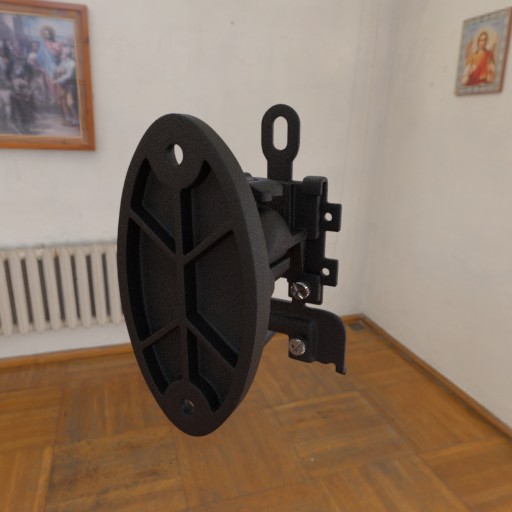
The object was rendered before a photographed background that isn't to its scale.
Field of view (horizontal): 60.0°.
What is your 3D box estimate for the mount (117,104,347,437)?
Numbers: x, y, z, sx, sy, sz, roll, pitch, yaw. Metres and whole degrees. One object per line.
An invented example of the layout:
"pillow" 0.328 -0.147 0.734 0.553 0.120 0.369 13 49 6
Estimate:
"mount" 0.000 0.000 0.179 0.066 0.118 0.100 8 19 26
